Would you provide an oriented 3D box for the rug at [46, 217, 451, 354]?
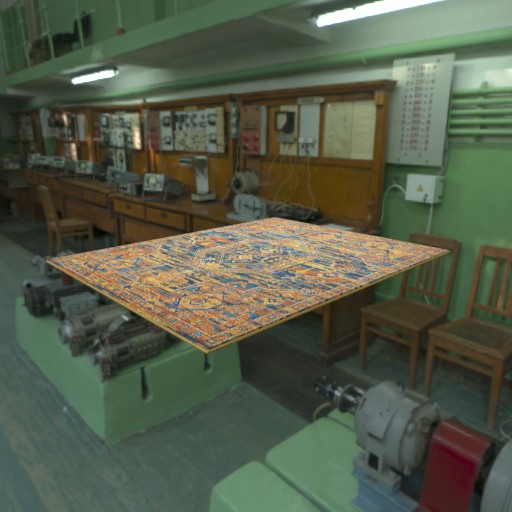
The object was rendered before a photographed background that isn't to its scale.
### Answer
[{"bbox_3d":[0.000,0.000,4.248,3.040,0.031,2.435,-14,21,-42],"label":"rug"}]
